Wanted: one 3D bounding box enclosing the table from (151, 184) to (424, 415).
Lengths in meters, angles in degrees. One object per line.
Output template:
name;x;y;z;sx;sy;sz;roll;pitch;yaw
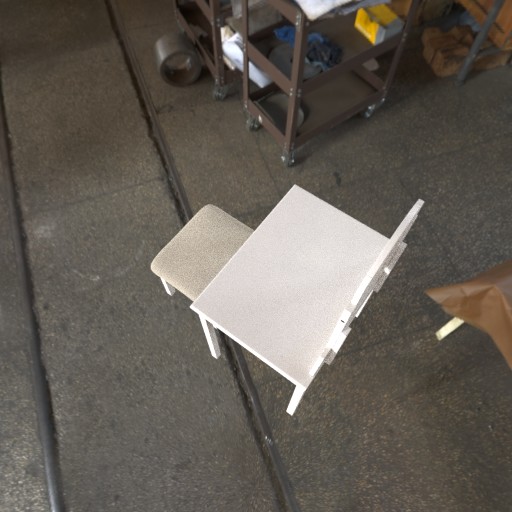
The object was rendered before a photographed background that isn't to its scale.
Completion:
table;0.000;0.000;2.295;1.211;1.631;0.876;33;67;16
